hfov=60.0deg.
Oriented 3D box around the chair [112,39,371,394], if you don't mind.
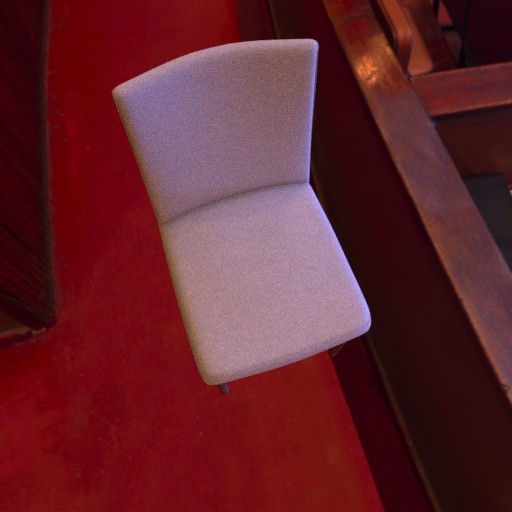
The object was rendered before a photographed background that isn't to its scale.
[{"bbox_3d":[0.000,0.000,1.163,0.456,0.859,0.570,-17,67,-8],"label":"chair"}]
